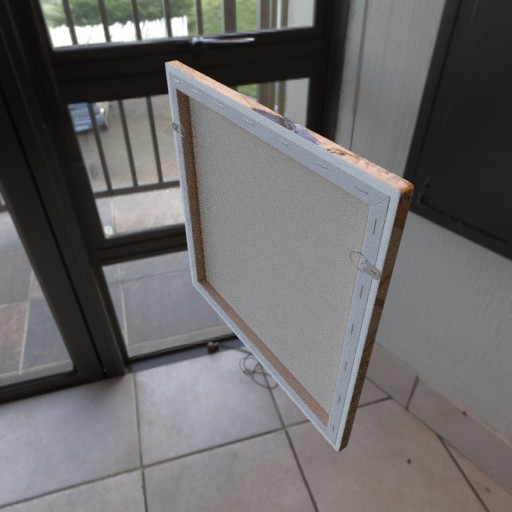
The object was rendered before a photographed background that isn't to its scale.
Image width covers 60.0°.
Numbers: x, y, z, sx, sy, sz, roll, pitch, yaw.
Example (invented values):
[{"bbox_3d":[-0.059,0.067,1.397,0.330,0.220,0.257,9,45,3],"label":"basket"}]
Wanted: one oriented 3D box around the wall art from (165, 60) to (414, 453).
[{"bbox_3d":[0.000,0.000,1.340,0.039,0.914,0.912,-24,45,-26],"label":"wall art"}]
